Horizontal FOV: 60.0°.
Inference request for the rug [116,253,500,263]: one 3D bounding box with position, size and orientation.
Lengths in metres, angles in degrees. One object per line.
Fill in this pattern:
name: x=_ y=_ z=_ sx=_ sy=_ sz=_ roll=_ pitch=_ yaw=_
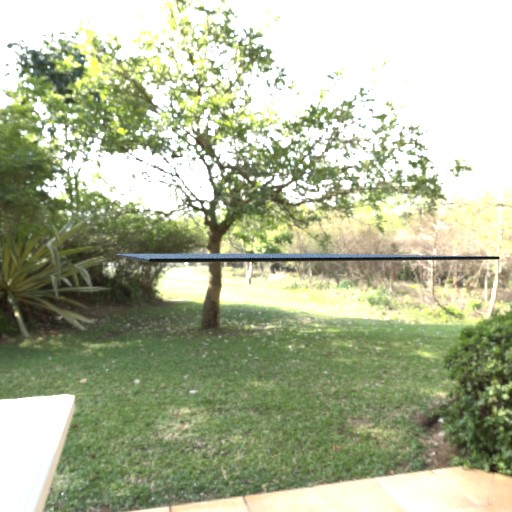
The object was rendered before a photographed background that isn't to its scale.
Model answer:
rug: x=0.000 y=0.000 z=2.726 sx=1.543 sy=0.015 sz=2.144 roll=0 pitch=1 yaw=-20
